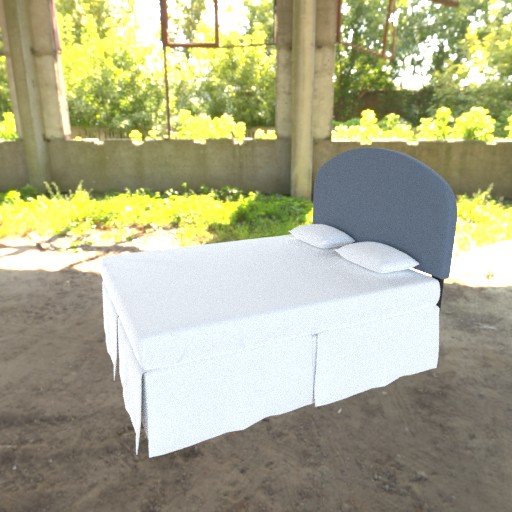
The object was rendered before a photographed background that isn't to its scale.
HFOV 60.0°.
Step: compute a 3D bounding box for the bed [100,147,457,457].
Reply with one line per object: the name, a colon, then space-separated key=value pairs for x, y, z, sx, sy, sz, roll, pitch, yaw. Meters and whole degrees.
bed: x=0.000 y=0.000 z=3.034 sx=2.005 sy=1.410 sz=1.607 roll=-8 pitch=18 yaw=-24
